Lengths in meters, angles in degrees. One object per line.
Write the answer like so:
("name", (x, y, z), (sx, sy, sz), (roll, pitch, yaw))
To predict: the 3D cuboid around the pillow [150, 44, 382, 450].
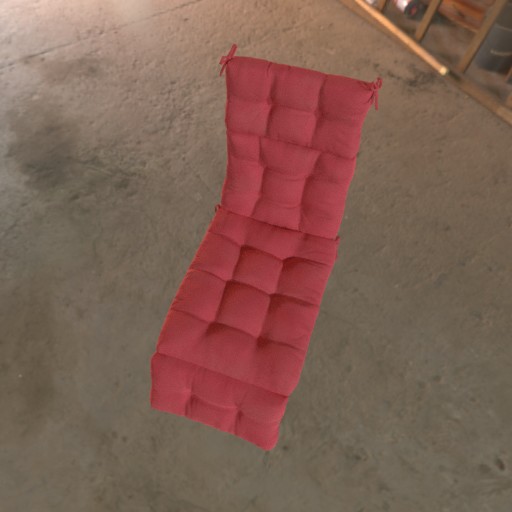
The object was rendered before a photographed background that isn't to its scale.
("pillow", (0.000, 0.000, 1.495), (0.526, 0.863, 1.016), (16, 59, 10))
